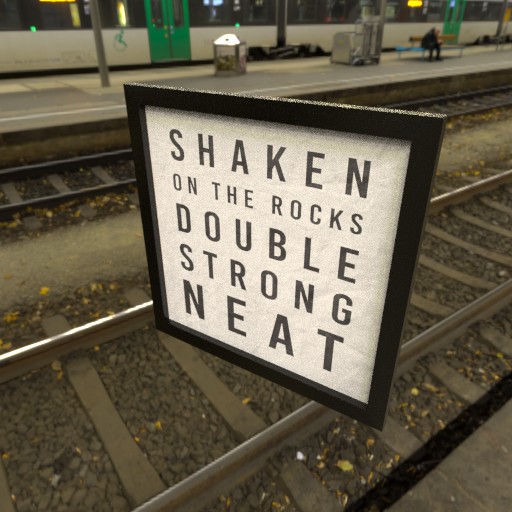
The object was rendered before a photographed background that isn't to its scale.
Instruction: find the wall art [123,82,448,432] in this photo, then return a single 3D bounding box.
[{"bbox_3d":[0.000,0.000,0.510,0.349,0.349,0.014,17,33,28],"label":"wall art"}]
